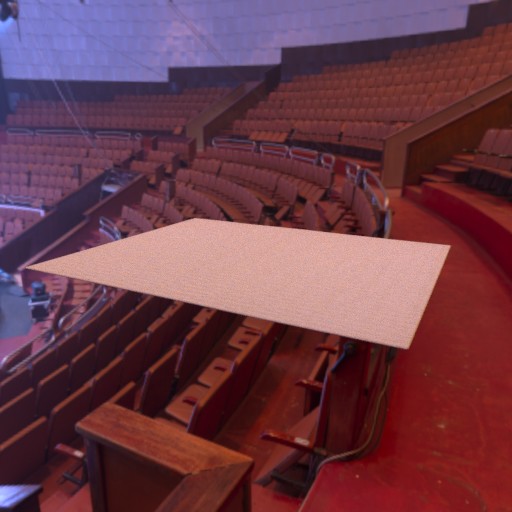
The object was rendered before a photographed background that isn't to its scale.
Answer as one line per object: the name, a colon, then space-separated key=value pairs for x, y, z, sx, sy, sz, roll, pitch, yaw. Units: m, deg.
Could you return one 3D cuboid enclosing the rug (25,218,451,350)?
rug: x=0.000 y=0.000 z=4.008 sx=3.055 sy=0.021 sz=2.410 roll=8 pitch=18 yaw=27
